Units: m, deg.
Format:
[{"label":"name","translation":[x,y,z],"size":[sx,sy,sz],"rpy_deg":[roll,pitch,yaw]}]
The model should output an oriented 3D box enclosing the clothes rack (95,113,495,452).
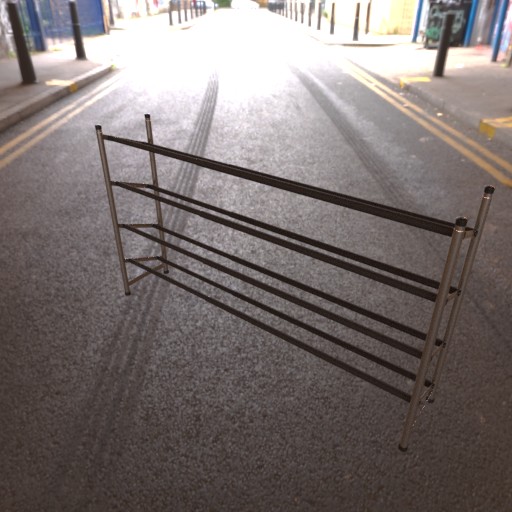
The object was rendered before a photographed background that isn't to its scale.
[{"label":"clothes rack","translation":[0.000,0.000,1.376],"size":[1.168,0.672,0.229],"rpy_deg":[22,37,32]}]
